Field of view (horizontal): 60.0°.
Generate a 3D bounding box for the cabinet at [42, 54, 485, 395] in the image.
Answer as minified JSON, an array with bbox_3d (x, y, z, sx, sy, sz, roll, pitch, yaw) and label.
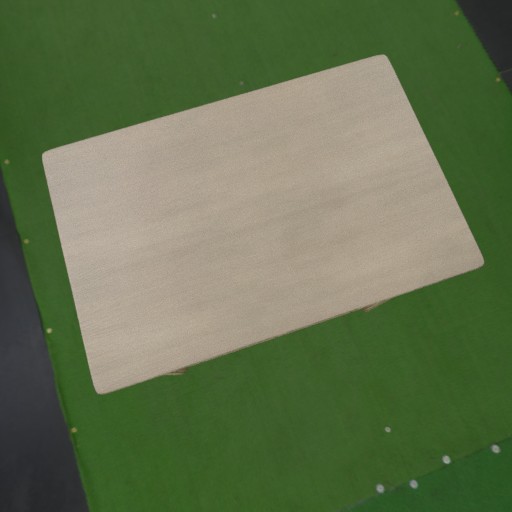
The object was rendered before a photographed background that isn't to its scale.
[{"bbox_3d":[0.000,0.000,1.242,0.763,0.762,0.503,-18,76,-5],"label":"cabinet"}]
